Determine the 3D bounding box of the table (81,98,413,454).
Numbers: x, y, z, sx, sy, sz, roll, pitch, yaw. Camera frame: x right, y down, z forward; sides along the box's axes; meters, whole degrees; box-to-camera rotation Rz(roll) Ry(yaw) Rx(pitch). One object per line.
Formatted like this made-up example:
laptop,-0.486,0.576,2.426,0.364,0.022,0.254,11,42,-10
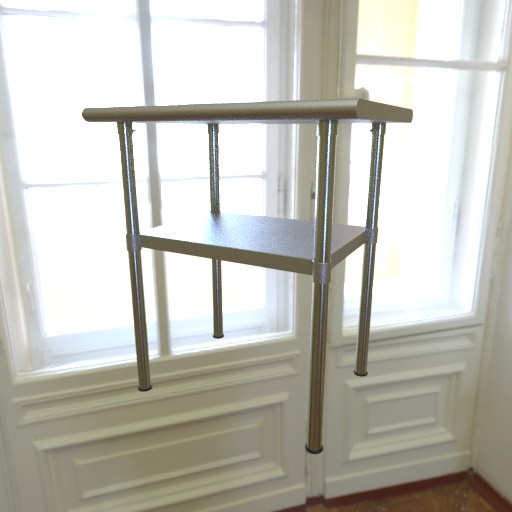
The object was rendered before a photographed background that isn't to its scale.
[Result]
table,0.000,0.000,1.386,0.762,0.876,0.584,9,18,28
